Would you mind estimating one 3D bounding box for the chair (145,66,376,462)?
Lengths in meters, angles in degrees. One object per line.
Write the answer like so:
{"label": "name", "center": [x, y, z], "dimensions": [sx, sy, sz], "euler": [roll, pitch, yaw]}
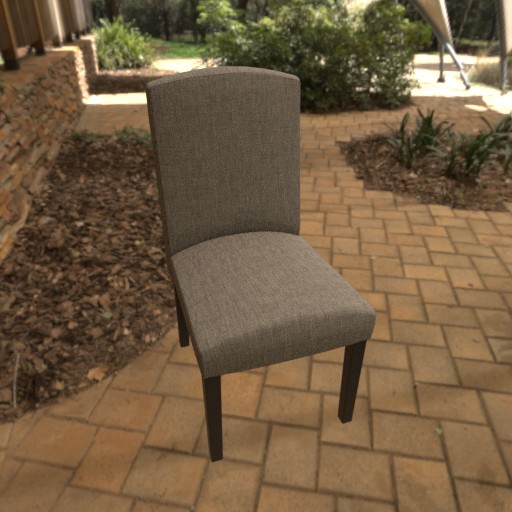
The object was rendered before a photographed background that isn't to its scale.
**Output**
{"label": "chair", "center": [0.000, 0.000, 1.226], "dimensions": [0.451, 0.917, 0.580], "euler": [-9, 31, -16]}
